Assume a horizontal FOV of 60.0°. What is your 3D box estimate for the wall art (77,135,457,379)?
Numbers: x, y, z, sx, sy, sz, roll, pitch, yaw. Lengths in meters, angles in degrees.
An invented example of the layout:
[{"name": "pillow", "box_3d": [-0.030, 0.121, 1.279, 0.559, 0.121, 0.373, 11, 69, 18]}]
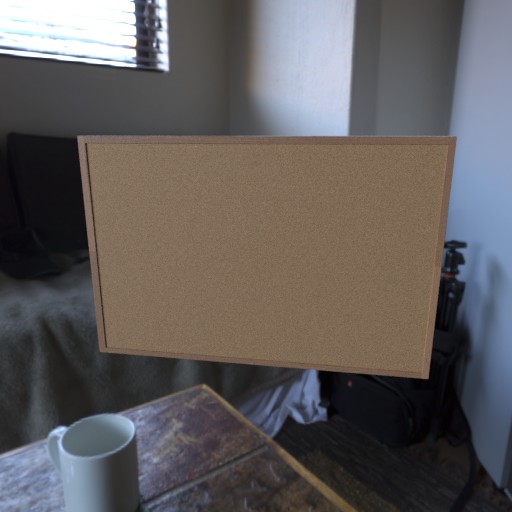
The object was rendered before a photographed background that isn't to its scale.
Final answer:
[{"name": "wall art", "box_3d": [0.000, 0.000, 0.779, 0.613, 0.407, 0.035, 3, 16, 9]}]
